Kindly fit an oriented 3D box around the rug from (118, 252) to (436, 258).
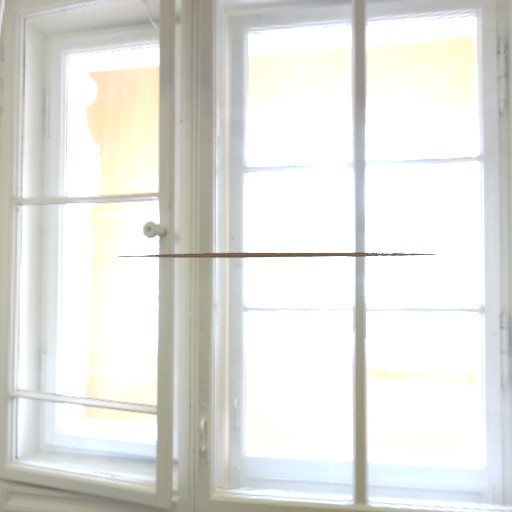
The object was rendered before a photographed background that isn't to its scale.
[{"bbox_3d":[0.000,0.000,3.039,1.520,0.006,2.432,0,-1,-35],"label":"rug"}]
